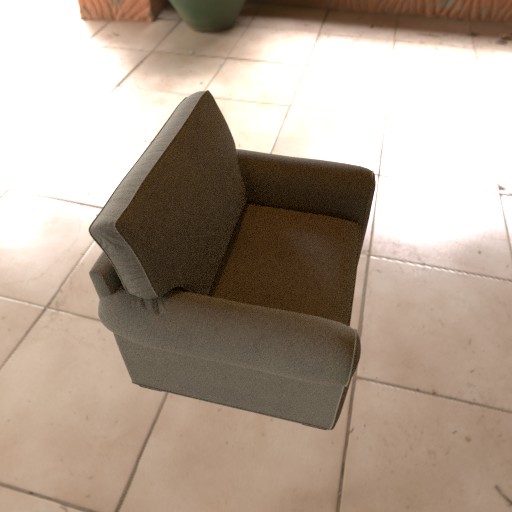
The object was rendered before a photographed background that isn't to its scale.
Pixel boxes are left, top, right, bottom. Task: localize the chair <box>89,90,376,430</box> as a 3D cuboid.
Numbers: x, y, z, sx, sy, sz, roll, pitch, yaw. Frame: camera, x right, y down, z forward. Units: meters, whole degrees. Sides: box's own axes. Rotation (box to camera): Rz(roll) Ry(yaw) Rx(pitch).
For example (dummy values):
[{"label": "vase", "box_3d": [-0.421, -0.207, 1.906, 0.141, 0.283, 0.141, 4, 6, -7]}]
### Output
[{"label": "chair", "box_3d": [0.000, 0.000, 1.938, 0.939, 1.044, 1.147, 10, 47, 9]}]
